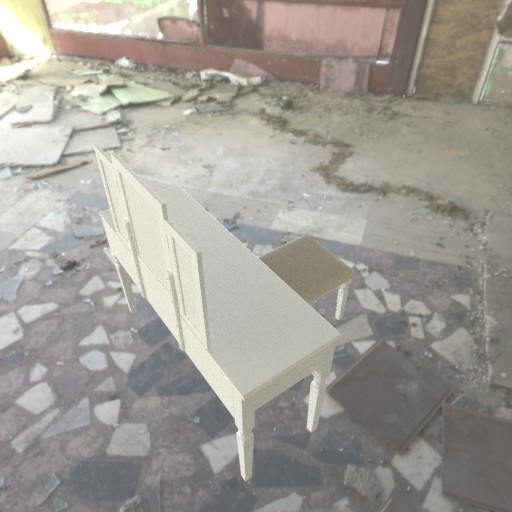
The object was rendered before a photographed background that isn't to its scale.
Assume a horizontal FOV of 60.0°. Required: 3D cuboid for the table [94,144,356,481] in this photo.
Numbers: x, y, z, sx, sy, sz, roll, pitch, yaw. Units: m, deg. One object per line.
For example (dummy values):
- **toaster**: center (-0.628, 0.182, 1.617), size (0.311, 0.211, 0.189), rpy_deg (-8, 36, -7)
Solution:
- **table**: center (0.000, 0.000, 2.263), size (1.115, 1.310, 1.369), rpy_deg (-25, 47, -26)
